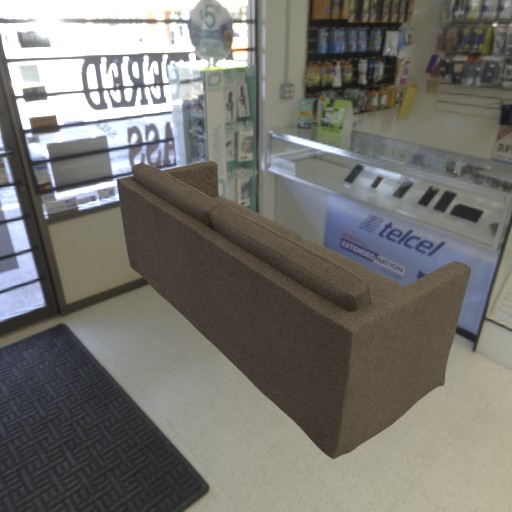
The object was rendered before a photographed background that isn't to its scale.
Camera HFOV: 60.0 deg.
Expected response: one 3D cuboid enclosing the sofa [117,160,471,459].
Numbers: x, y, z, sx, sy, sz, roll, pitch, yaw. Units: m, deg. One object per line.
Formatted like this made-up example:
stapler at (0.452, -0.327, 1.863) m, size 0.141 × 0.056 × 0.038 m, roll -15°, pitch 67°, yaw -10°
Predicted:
sofa at (0.000, 0.000, 3.337) m, size 1.036 × 0.998 × 2.779 m, roll -19°, pitch 33°, yaw -32°
